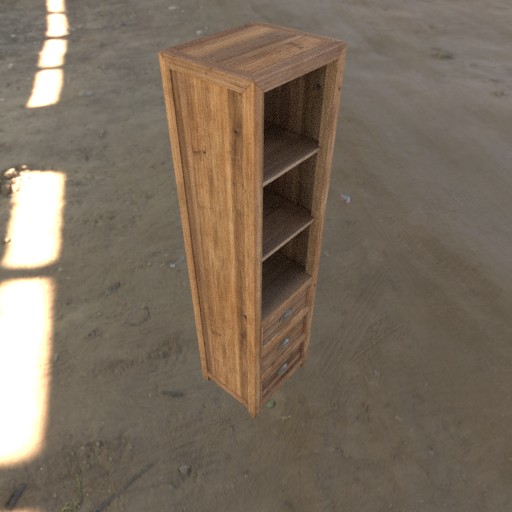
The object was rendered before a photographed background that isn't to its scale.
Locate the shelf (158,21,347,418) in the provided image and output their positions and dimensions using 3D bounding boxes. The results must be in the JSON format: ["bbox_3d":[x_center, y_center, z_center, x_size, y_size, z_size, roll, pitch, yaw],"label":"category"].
[{"bbox_3d":[0.000,0.000,2.135,0.428,1.900,0.500,30,49,29],"label":"shelf"}]
